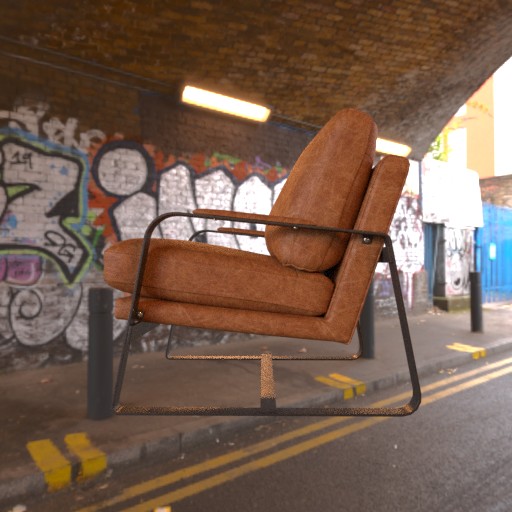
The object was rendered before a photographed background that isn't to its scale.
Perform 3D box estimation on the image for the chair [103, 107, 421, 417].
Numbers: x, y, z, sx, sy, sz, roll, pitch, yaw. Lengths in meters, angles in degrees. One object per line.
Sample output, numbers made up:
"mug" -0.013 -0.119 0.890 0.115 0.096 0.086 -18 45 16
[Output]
"chair" 0.000 0.000 1.393 0.801 0.777 0.651 0 -1 1
